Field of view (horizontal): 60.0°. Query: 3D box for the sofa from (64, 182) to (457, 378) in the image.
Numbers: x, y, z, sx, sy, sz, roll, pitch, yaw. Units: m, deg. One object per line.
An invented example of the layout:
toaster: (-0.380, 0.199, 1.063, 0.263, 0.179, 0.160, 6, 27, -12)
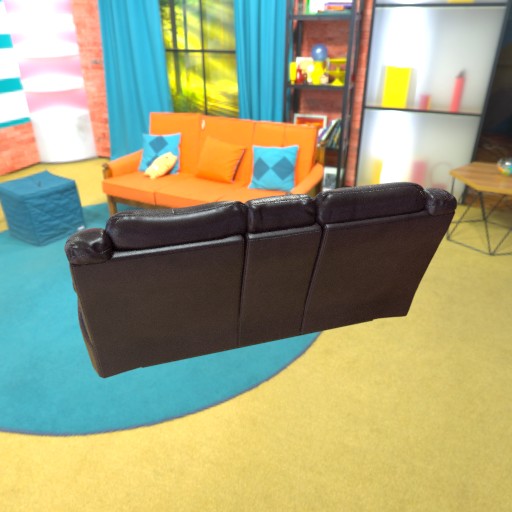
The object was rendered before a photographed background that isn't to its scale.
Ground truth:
sofa: (0.000, 0.000, 2.668, 2.058, 1.043, 0.991, -8, 29, -15)
